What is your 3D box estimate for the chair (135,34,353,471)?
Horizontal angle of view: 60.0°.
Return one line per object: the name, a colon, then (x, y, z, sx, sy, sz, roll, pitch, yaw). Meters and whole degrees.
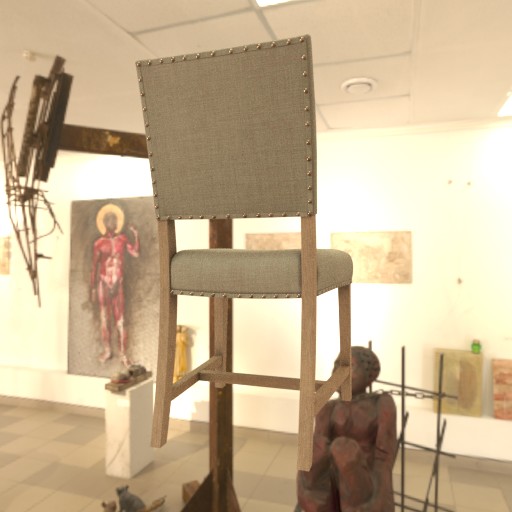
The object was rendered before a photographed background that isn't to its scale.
chair: (0.000, 0.000, 1.312, 0.508, 0.986, 0.622, 0, 1, 18)
